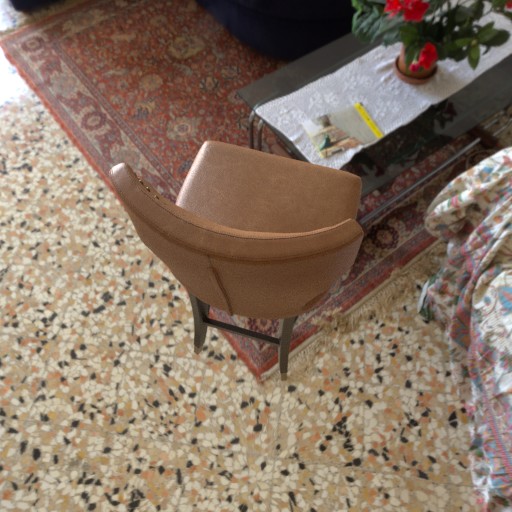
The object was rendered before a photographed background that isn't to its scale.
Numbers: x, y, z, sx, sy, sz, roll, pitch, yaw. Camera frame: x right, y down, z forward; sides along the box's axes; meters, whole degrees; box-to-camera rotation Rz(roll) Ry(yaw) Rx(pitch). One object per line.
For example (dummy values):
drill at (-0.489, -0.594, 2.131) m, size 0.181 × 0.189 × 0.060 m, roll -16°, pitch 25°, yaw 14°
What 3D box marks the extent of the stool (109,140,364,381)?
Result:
stool at (0.000, 0.000, 1.380) m, size 0.526 × 1.092 × 0.563 m, roll 15°, pitch 64°, yaw 8°
